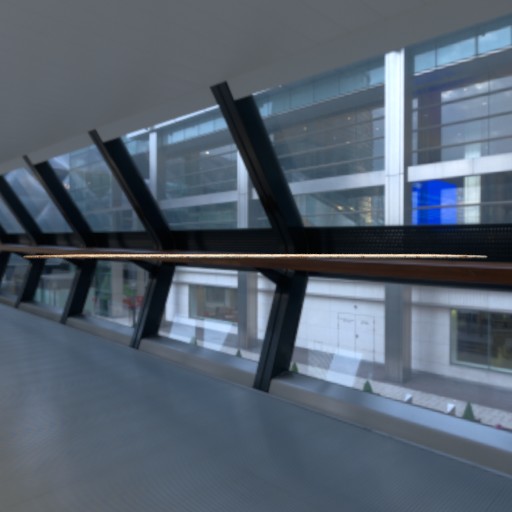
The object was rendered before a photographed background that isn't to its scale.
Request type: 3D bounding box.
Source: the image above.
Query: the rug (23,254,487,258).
[{"bbox_3d":[0.000,0.000,2.698,2.435,0.011,0.750,0,1,-1],"label":"rug"}]
